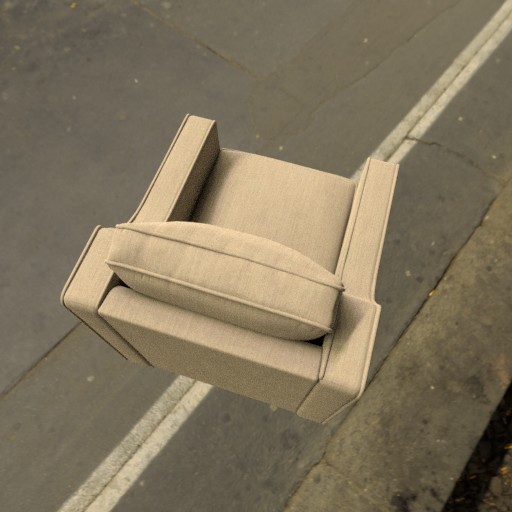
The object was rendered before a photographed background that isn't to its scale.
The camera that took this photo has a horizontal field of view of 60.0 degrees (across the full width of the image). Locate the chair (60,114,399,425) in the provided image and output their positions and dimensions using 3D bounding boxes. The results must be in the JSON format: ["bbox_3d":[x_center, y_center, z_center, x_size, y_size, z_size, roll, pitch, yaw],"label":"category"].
[{"bbox_3d":[0.000,0.000,1.627,0.831,0.960,0.909,16,64,8],"label":"chair"}]
